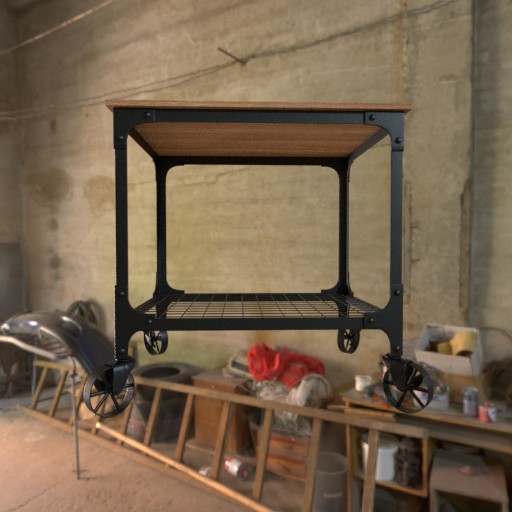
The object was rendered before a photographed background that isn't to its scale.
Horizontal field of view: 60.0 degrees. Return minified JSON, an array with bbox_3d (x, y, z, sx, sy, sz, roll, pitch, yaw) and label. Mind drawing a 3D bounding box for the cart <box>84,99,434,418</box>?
[{"bbox_3d":[0.000,0.000,1.096,0.666,0.603,0.558,0,1,-2],"label":"cart"}]
